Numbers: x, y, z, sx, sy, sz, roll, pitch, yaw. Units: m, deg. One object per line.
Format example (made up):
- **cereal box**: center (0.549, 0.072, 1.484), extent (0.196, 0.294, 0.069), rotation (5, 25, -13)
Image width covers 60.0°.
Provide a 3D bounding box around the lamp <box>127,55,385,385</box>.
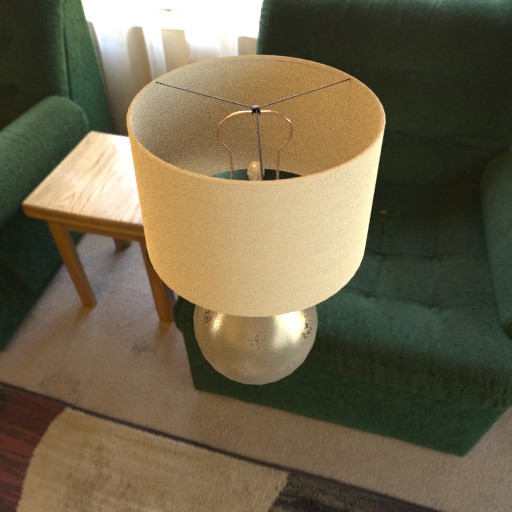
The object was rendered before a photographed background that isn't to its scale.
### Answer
- **lamp**: center (0.000, 0.000, 0.722), extent (0.330, 0.521, 0.330), rotation (0, 46, 0)
